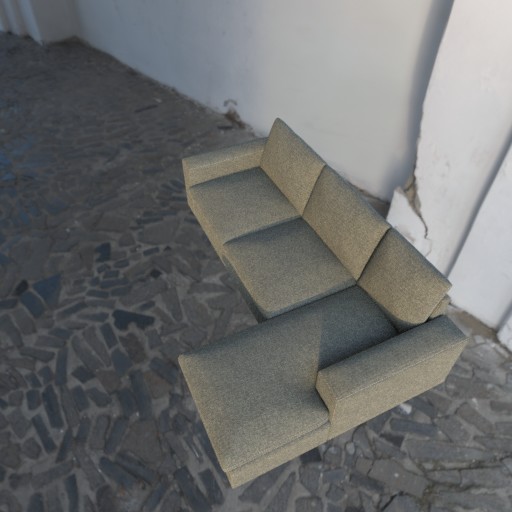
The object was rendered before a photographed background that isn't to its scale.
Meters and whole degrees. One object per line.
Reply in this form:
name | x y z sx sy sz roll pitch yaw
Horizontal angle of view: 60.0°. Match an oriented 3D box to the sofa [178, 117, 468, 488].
sofa | 0.000 0.000 3.485 1.689 0.940 2.718 -19 49 -18
